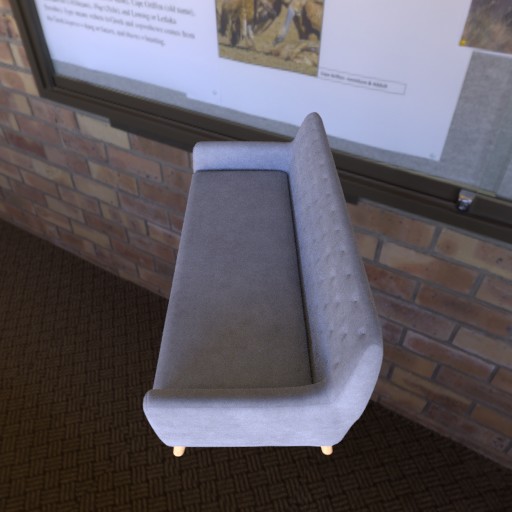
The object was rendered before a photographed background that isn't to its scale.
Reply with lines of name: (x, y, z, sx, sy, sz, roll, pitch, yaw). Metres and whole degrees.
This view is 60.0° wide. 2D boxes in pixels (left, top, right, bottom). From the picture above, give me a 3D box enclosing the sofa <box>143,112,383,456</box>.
sofa: (0.000, 0.000, 2.351, 0.830, 0.830, 1.970, 0, 41, 0)
